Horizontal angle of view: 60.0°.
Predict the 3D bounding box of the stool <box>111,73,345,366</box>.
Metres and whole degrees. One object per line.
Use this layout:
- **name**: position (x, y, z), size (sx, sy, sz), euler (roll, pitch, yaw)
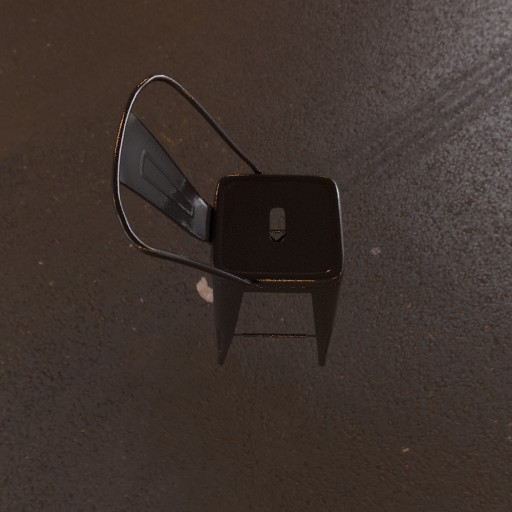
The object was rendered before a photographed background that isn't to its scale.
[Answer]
- **stool**: position (0.000, 0.000, 1.288), size (0.528, 1.022, 0.432), euler (1, 65, 0)
